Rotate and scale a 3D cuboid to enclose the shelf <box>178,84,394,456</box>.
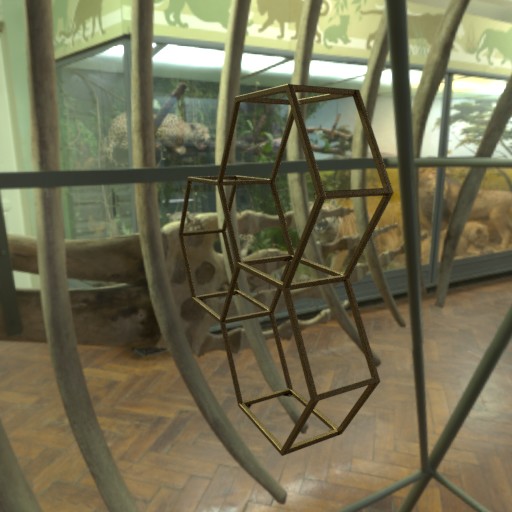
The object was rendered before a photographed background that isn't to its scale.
[{"bbox_3d":[0.000,0.000,1.057,0.150,0.701,0.708,-7,15,-27],"label":"shelf"}]
